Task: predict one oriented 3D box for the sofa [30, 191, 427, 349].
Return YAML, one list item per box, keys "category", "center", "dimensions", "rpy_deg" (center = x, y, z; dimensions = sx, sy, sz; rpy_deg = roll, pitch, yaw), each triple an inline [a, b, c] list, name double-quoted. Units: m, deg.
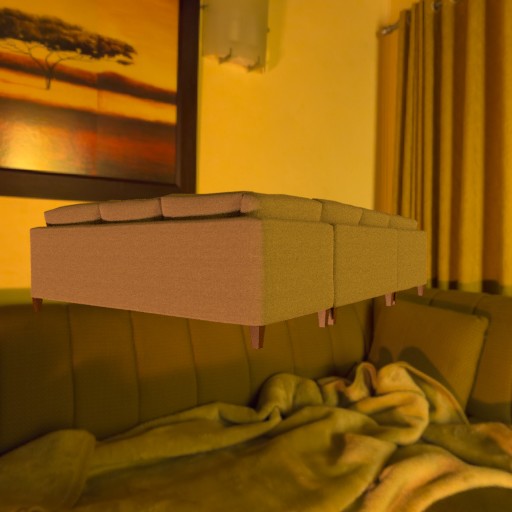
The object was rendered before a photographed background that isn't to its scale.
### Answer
- category: "sofa"
  center: [0.000, 0.000, 4.614]
  dimensions: [2.594, 0.961, 3.460]
  rpy_deg: [1, 2, 36]
